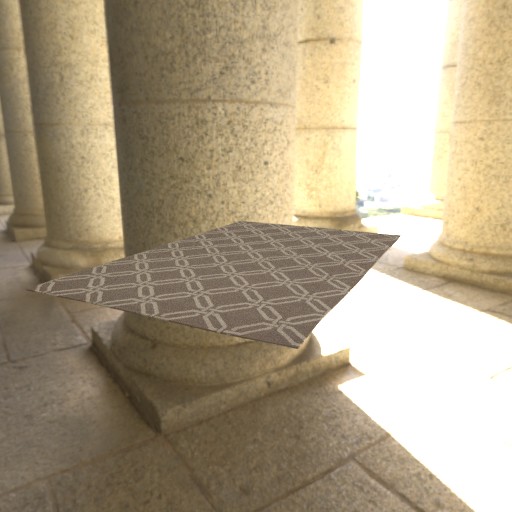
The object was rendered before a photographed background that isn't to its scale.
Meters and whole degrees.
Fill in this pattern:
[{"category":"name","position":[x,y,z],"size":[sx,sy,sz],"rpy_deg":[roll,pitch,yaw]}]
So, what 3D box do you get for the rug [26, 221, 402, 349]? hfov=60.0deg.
[{"category":"rug","position":[0.000,0.000,2.224],"size":[1.142,0.010,1.748],"rpy_deg":[7,16,26]}]
